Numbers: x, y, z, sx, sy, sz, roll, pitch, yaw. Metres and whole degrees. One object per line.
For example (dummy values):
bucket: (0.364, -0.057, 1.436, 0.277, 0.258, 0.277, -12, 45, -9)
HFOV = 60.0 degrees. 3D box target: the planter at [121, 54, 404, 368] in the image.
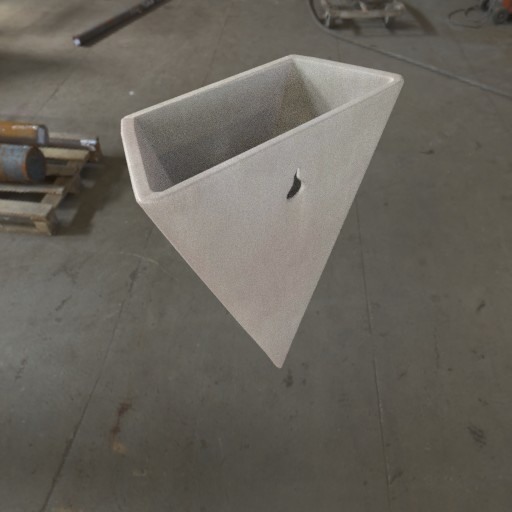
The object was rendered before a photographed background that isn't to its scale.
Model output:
planter: (0.000, 0.000, 0.270, 0.150, 0.197, 0.060, -32, 54, -27)
